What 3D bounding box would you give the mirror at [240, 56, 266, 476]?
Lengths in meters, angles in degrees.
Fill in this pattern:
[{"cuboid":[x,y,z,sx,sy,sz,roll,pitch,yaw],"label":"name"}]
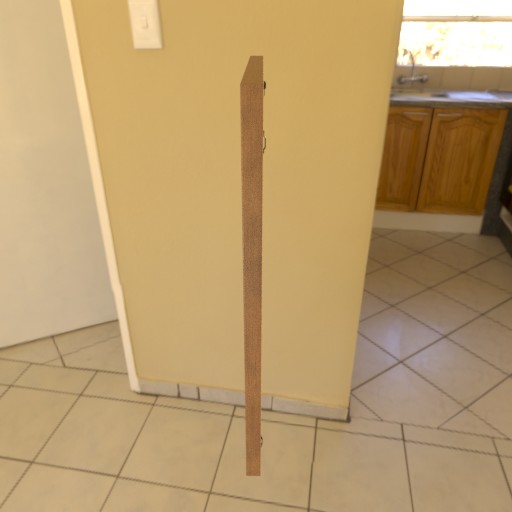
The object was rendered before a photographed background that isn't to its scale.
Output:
[{"cuboid":[0.000,0.000,1.156,0.040,0.915,0.609,0,28,1],"label":"mirror"}]
